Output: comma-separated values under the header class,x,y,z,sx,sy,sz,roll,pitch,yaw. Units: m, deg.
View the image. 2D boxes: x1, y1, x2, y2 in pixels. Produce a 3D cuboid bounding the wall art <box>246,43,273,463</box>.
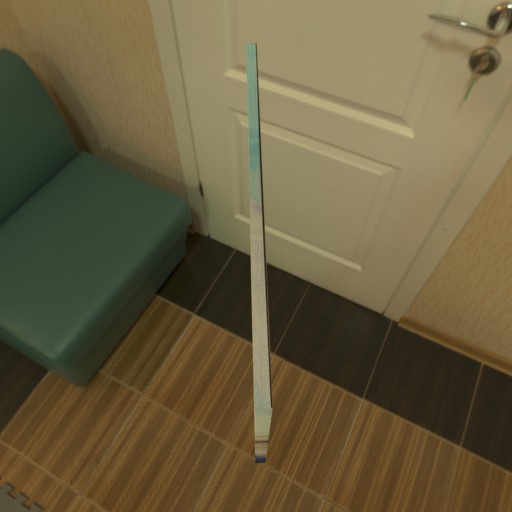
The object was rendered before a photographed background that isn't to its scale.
class,x,y,z,sx,sy,sz,roll,pitch,yaw
wall art,0.000,0.000,0.766,0.018,0.402,0.604,-1,58,-1
